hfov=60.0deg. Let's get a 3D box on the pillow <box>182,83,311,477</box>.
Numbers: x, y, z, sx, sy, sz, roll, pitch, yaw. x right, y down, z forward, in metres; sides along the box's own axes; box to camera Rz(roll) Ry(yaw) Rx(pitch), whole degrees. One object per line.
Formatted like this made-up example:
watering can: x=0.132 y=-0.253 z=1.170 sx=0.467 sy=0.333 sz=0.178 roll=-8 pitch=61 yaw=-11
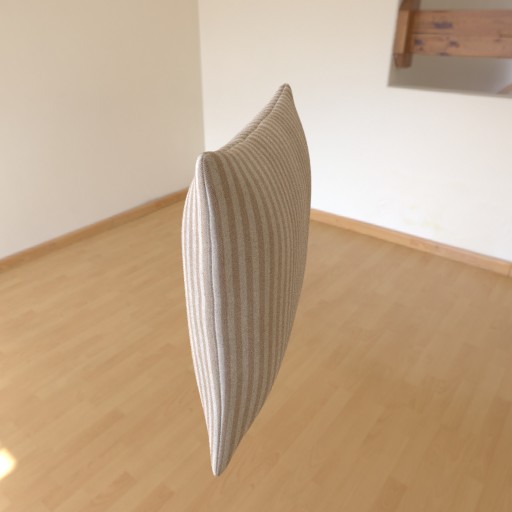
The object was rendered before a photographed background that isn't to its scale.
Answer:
pillow: x=0.000 y=0.000 z=0.783 sx=0.166 sy=0.510 sz=0.523 roll=6 pitch=30 yaw=11
